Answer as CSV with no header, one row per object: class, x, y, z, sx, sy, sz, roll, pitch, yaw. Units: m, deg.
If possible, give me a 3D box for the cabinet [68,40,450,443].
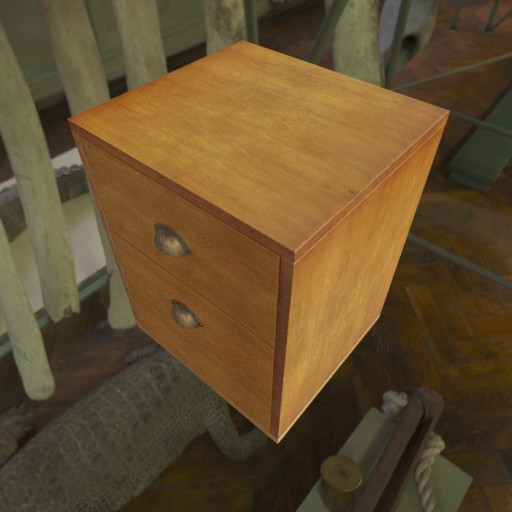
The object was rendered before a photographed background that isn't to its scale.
cabinet,0.000,0.000,0.848,0.409,0.579,0.401,32,54,26
